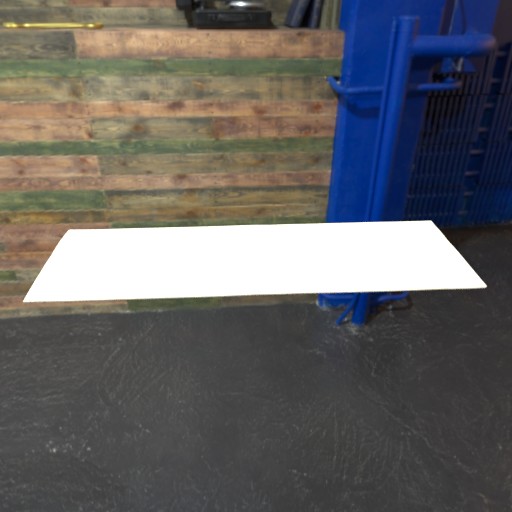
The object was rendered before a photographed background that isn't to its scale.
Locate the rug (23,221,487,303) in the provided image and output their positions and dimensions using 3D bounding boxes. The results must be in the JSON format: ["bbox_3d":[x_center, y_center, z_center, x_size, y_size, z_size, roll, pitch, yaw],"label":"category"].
[{"bbox_3d":[0.000,0.000,2.647,2.450,0.014,0.793,-2,31,-3],"label":"rug"}]
